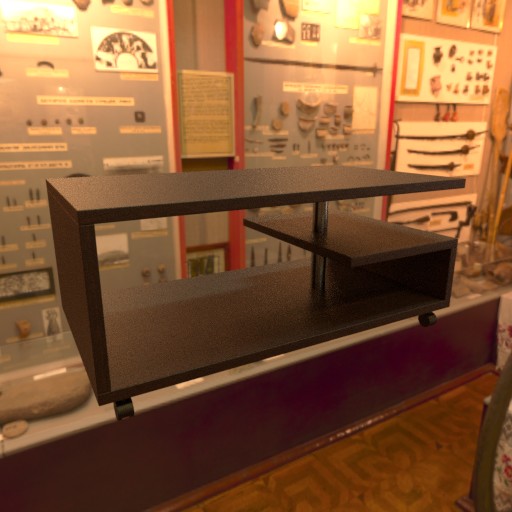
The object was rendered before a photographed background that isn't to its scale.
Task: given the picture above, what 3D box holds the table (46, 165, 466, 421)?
[{"bbox_3d":[0.000,0.000,1.332,1.050,0.460,0.590,-9,18,-28],"label":"table"}]
